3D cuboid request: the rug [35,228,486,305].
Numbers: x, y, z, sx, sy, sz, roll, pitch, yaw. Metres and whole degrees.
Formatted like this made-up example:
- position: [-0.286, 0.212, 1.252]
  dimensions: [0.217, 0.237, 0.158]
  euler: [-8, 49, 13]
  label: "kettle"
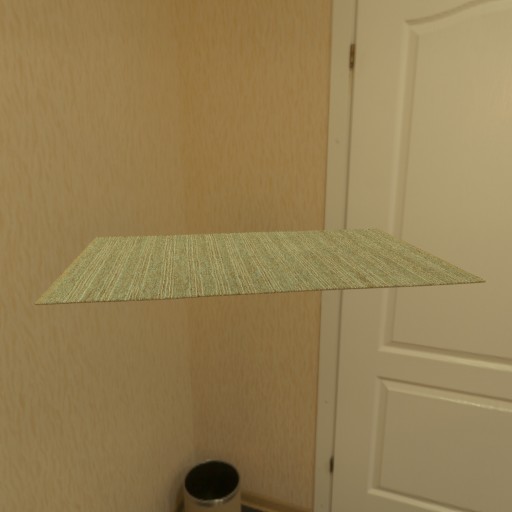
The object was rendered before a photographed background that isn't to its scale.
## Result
- position: [0.000, 0.000, 3.093]
  dimensions: [2.448, 0.012, 1.540]
  euler: [-2, 15, -8]
  label: "rug"
